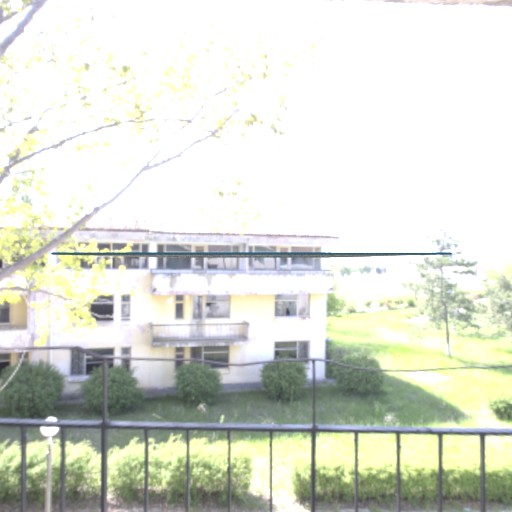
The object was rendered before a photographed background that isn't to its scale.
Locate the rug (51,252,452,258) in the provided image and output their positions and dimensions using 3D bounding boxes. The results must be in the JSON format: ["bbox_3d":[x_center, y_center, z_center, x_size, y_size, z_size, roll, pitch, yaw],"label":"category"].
[{"bbox_3d":[0.000,0.000,3.973,2.226,0.015,3.044,0,-1,1],"label":"rug"}]
